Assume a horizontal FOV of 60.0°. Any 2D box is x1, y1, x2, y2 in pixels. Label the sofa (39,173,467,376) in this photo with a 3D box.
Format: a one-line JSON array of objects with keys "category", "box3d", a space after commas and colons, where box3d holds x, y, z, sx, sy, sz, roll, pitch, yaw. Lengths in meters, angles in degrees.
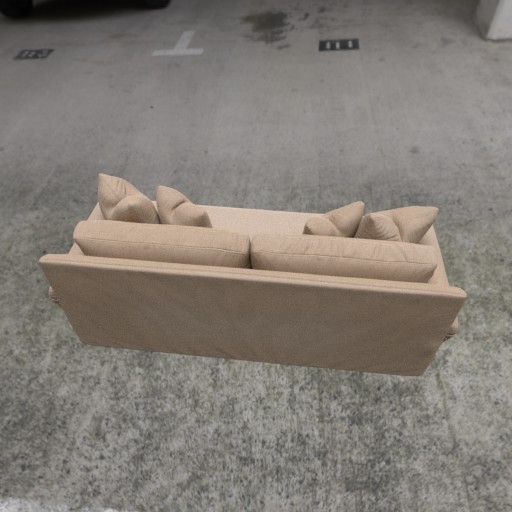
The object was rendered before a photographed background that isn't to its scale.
[{"category": "sofa", "box3d": [0.000, 0.000, 2.821, 2.285, 0.904, 1.067, 5, 47, 4]}]
